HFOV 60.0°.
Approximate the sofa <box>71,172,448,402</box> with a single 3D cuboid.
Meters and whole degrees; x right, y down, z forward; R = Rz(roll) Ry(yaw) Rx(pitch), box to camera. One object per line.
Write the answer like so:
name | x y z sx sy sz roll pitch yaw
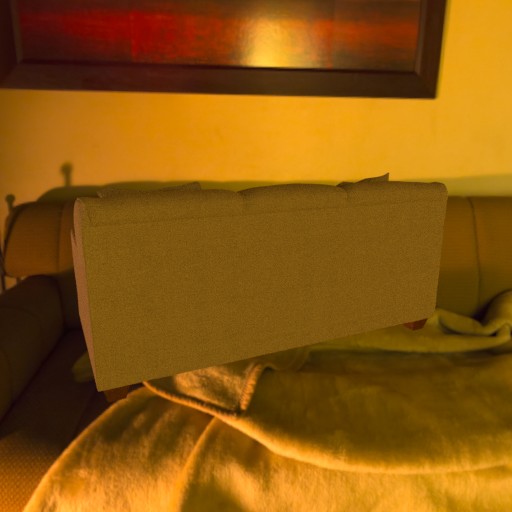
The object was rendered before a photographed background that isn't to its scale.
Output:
sofa | 0.000 0.000 2.665 2.024 0.958 0.997 -7 16 -25
